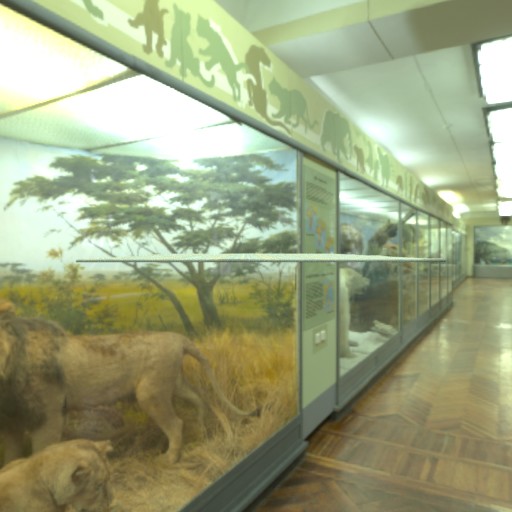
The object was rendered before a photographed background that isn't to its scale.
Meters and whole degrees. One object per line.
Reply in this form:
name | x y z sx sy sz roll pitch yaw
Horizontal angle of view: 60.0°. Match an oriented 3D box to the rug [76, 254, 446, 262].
rug | 0.000 0.000 3.058 1.545 0.016 2.460 0 1 -1
